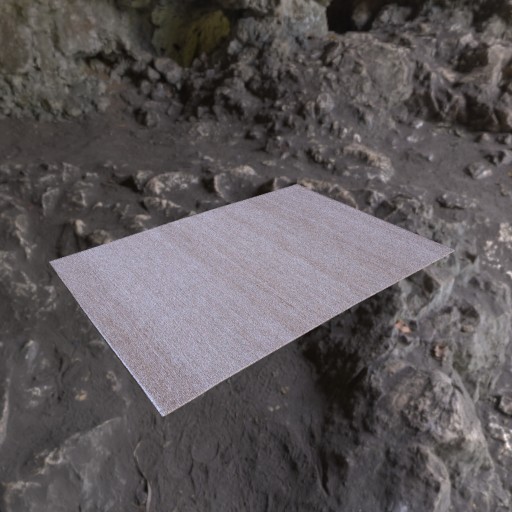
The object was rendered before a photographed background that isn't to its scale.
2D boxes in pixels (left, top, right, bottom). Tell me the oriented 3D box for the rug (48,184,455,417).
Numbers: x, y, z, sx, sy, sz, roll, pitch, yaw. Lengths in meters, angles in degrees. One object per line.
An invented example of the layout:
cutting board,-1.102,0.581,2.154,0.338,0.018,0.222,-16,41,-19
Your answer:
rug,0.000,0.000,3.021,2.283,0.030,1.596,-22,37,-32
